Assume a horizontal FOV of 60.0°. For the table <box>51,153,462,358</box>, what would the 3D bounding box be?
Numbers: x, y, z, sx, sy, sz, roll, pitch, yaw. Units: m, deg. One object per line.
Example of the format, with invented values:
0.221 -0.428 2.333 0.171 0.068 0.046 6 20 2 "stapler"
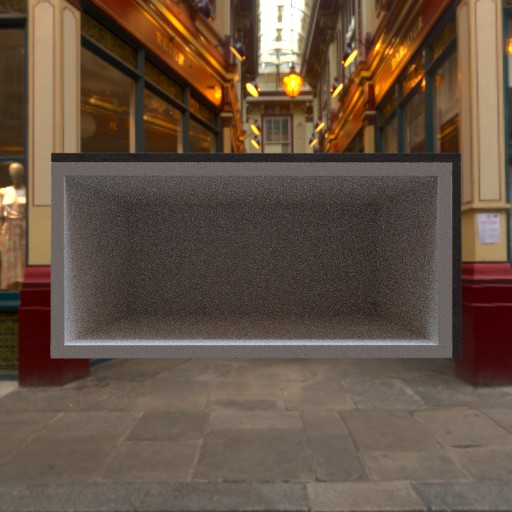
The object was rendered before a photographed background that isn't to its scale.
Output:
0.000 0.000 0.955 0.700 0.350 0.400 0 0 0 "table"
